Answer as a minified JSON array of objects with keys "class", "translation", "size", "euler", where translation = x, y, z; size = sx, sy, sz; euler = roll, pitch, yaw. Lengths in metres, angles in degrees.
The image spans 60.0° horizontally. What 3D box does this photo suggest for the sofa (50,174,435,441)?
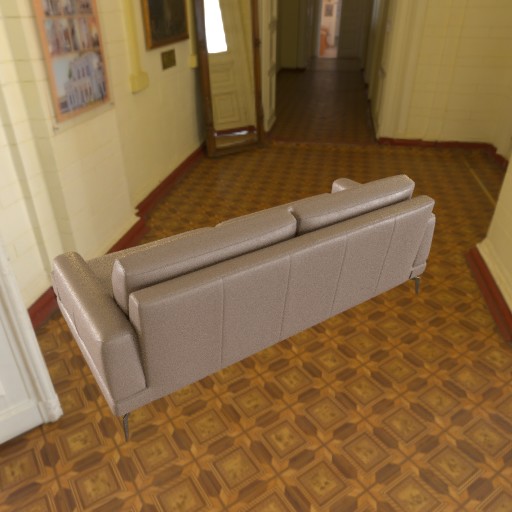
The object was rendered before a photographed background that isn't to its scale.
[{"class":"sofa","translation":[0.000,0.000,2.400],"size":[1.940,0.765,0.974],"euler":[-19,35,-29]}]
